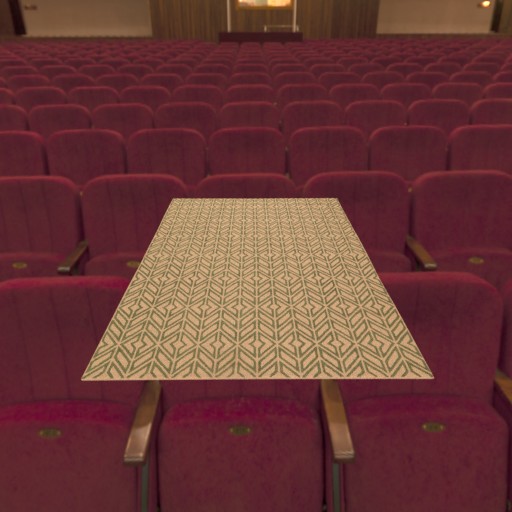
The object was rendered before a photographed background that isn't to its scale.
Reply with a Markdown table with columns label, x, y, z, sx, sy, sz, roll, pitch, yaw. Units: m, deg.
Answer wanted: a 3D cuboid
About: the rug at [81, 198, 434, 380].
| label | x | y | z | sx | sy | sz | roll | pitch | yaw |
| --- | --- | --- | --- | --- | --- | --- | --- | --- | --- |
| rug | 0.000 | 0.000 | 2.998 | 1.517 | 0.011 | 2.435 | 0 | 26 | 0 |
